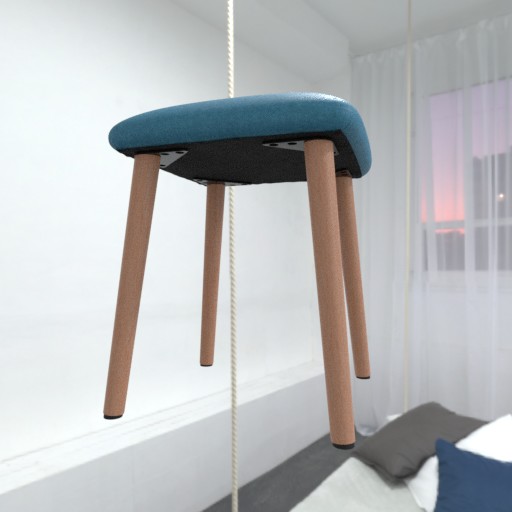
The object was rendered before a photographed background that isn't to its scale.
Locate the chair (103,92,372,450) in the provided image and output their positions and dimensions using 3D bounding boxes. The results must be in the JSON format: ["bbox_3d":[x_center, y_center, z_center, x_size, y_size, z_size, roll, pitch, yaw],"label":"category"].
[{"bbox_3d":[0.000,0.000,0.724,0.360,0.450,0.360,0,-1,18],"label":"chair"}]
